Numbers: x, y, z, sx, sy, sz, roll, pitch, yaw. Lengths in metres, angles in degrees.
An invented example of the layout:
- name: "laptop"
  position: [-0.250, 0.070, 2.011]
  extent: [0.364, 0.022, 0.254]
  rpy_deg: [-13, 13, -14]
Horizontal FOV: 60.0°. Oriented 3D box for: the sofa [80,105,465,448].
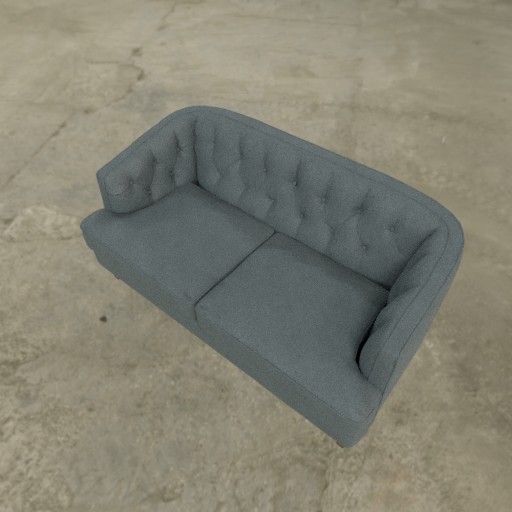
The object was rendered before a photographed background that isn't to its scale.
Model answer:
- name: "sofa"
  position: [0.000, 0.000, 2.240]
  extent: [1.733, 0.855, 0.941]
  rpy_deg: [31, 54, 25]
